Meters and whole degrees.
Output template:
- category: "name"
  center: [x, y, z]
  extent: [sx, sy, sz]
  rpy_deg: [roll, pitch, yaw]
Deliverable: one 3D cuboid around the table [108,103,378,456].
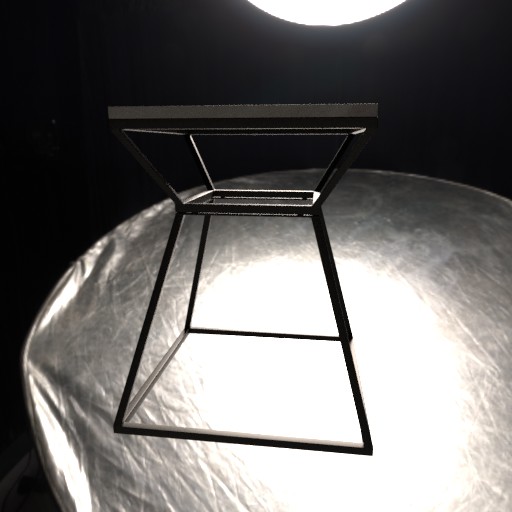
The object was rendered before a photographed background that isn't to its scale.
- category: "table"
  center: [0.000, 0.000, 0.915]
  extent: [0.455, 0.559, 0.455]
  rpy_deg: [2, 14, 8]
